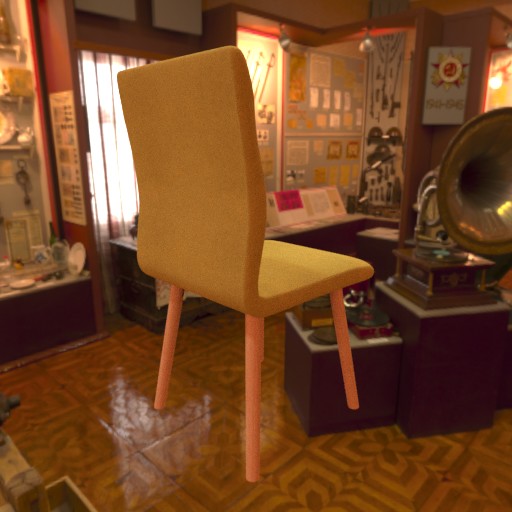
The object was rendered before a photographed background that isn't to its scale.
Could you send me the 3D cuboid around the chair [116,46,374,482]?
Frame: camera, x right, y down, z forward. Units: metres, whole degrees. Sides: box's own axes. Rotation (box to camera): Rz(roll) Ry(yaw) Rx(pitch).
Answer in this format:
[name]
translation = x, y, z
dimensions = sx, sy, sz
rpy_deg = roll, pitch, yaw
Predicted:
[chair]
translation = 0.000, 0.000, 1.251
dimensions = 0.550, 0.965, 0.450
rpy_deg = -14, 20, -42
